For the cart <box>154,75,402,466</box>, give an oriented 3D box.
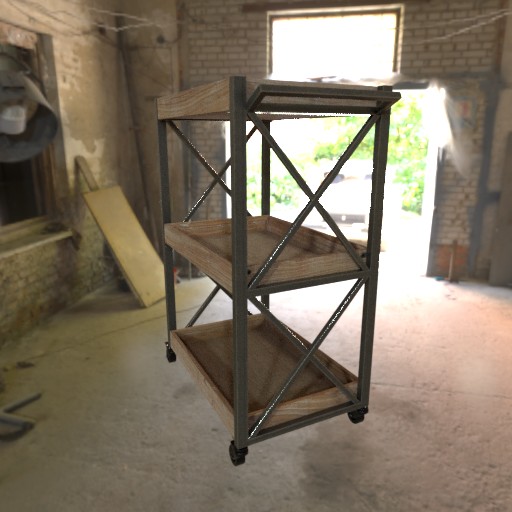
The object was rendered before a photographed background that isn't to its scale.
[{"bbox_3d":[0.000,0.000,1.205,0.377,0.835,0.673,-7,17,-26],"label":"cart"}]
